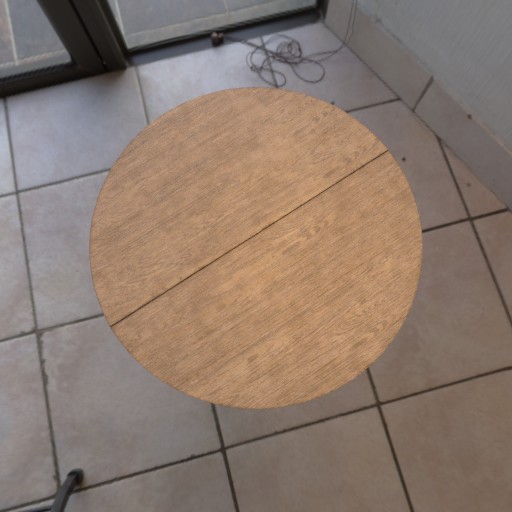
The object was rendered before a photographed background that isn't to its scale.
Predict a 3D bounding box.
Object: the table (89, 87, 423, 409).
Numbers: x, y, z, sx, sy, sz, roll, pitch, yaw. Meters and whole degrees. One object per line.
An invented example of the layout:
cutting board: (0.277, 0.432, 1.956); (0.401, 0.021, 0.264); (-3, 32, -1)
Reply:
table: (0.000, 0.000, 2.193); (1.363, 0.781, 1.363); (0, 77, 0)
